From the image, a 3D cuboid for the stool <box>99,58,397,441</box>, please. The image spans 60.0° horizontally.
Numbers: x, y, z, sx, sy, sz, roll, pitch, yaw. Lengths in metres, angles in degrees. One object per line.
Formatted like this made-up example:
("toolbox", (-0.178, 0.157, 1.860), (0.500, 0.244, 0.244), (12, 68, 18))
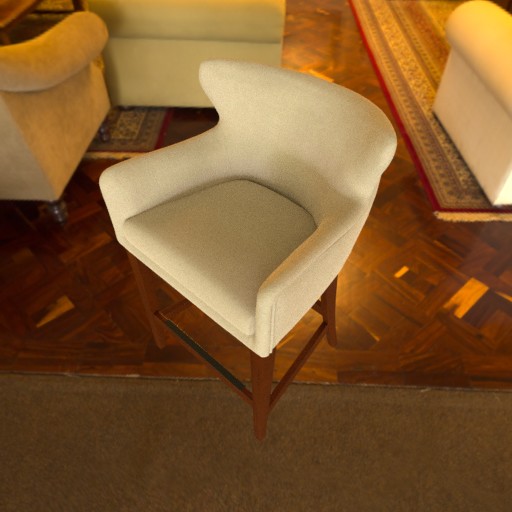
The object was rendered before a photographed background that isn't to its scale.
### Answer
("stool", (0.000, 0.000, 1.340), (0.601, 0.951, 0.570), (34, 55, 28))
